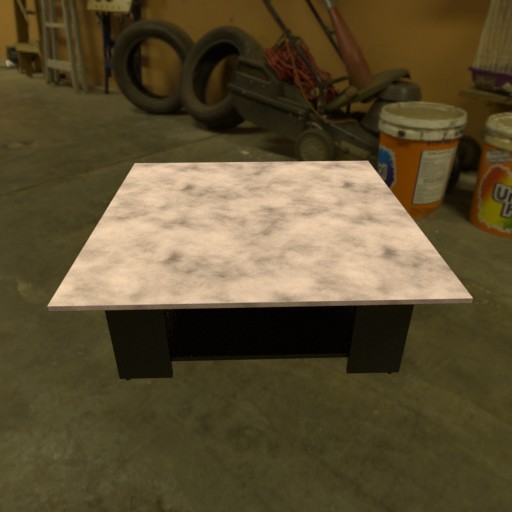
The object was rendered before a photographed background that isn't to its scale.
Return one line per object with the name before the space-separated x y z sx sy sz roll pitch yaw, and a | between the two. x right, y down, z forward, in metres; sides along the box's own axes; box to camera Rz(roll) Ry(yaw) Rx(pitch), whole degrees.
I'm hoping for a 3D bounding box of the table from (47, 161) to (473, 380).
table | 0.000 0.000 1.385 0.890 0.305 0.890 -1 31 -2
